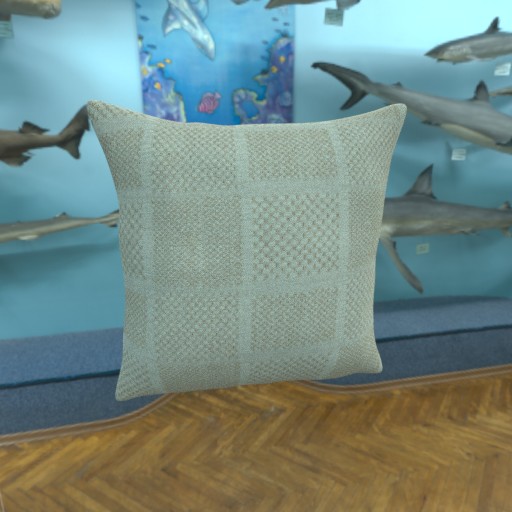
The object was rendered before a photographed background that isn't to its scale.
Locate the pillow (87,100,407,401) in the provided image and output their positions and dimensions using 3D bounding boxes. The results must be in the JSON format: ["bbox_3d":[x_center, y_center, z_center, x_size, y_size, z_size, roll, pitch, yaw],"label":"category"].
[{"bbox_3d":[0.000,0.000,0.656,0.436,0.432,0.138,-3,17,-10],"label":"pillow"}]
